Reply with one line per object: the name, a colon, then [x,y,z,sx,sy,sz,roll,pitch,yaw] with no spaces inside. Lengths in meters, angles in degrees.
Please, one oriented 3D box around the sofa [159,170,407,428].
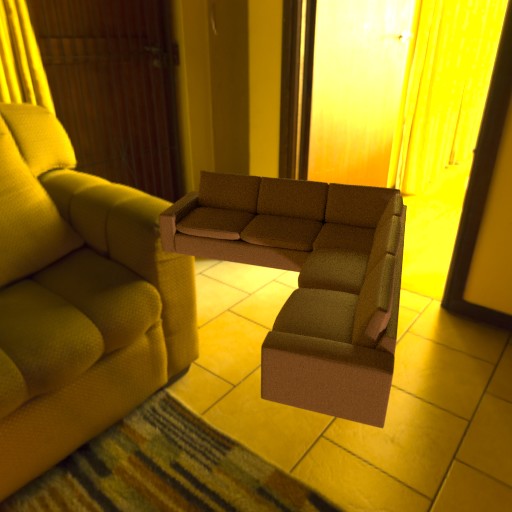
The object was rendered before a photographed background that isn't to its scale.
sofa: [0.000,0.000,4.180,2.622,0.800,2.742,8,28,16]
